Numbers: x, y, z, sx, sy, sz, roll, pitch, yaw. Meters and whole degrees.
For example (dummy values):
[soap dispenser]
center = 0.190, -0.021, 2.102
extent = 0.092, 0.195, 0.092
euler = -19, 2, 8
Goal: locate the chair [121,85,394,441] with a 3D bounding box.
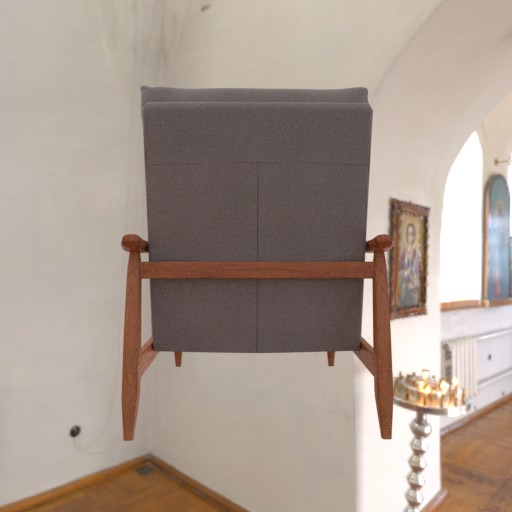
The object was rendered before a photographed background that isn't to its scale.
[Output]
[chair]
center = 0.000, 0.000, 1.499
extent = 0.782, 0.922, 0.816
euler = 0, 0, -1
